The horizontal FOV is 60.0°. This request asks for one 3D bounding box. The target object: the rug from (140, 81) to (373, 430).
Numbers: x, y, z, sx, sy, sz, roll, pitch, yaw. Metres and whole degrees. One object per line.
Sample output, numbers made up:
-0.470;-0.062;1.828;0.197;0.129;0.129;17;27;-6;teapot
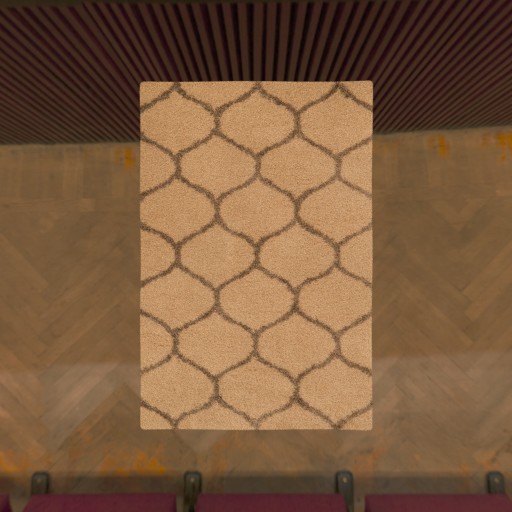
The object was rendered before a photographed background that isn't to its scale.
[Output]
0.000;0.000;3.437;1.801;0.026;2.701;0;90;1;rug
